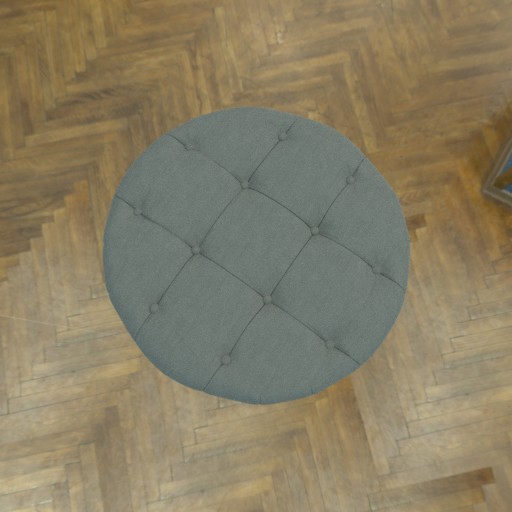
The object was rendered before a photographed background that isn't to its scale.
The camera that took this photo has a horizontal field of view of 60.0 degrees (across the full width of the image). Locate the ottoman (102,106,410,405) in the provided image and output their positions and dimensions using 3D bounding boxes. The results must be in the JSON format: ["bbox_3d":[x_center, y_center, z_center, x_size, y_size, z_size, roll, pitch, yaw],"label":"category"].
[{"bbox_3d":[0.000,0.000,1.437,0.901,0.439,0.901,0,77,0],"label":"ottoman"}]
